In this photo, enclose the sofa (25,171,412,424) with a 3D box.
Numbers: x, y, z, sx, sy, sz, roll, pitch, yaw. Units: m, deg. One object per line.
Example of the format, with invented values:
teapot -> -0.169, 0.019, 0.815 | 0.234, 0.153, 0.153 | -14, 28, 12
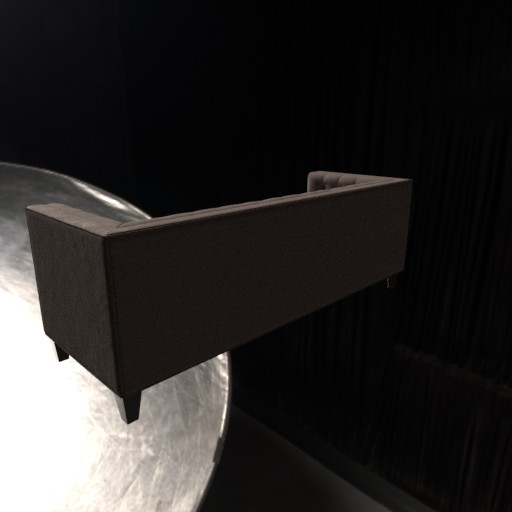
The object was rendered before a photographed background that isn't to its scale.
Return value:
sofa -> 0.000, 0.000, 2.556 | 2.159, 0.762, 0.775 | -16, 23, -42
